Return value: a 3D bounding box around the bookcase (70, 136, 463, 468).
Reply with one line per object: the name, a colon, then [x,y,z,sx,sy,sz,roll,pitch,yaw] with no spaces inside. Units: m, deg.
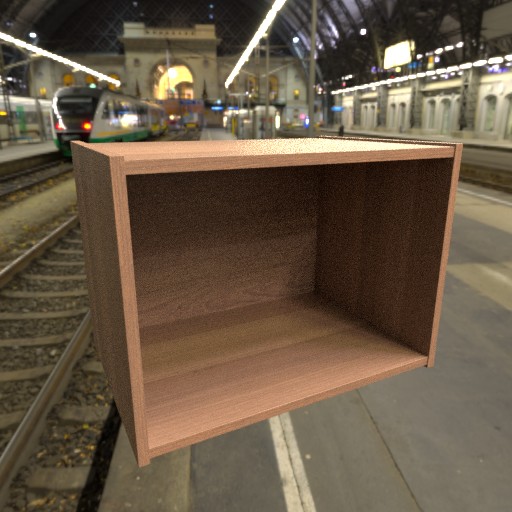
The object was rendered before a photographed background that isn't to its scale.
bookcase: [0.000,0.000,0.612,0.415,0.305,0.290,-9,19,-26]
